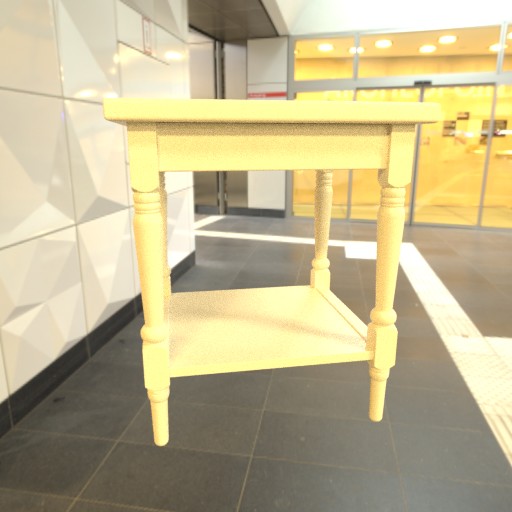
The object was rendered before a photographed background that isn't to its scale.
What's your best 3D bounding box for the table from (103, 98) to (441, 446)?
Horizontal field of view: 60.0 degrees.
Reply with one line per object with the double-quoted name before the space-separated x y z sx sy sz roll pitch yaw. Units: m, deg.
"table" 0.000 0.000 0.904 0.488 0.565 0.442 -3 15 -10
